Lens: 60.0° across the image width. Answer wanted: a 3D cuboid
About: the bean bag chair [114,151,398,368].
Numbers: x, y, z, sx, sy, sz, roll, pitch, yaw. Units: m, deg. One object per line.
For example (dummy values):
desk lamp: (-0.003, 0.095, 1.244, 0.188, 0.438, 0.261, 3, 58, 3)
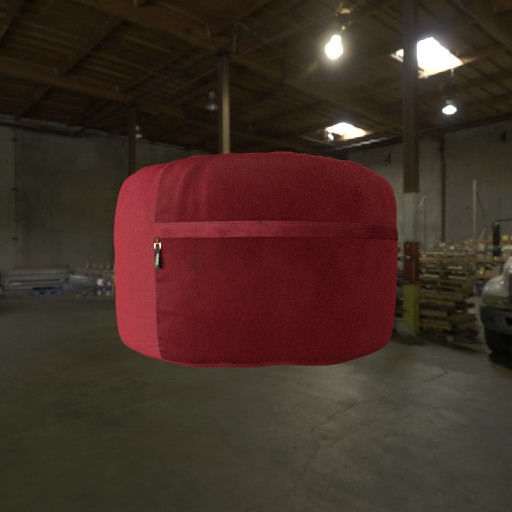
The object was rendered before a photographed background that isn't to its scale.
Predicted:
bean bag chair: (0.000, 0.000, 1.988, 1.219, 0.762, 1.219, 0, 0, 0)
